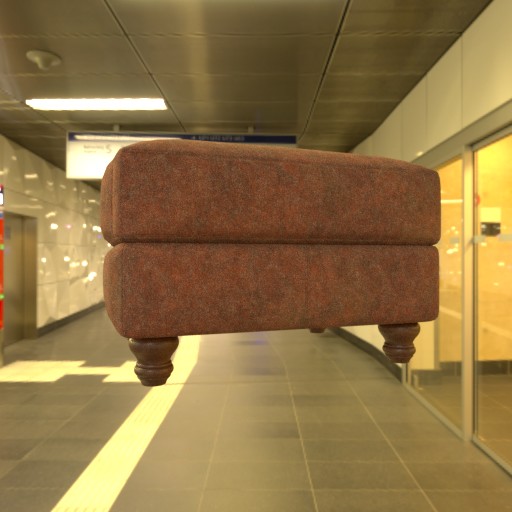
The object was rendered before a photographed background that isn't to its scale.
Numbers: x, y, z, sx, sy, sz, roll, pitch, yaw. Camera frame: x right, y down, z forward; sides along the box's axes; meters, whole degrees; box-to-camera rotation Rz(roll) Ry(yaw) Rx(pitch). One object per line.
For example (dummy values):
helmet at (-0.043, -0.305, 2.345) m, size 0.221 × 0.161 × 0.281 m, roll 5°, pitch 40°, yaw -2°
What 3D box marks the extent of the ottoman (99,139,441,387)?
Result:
ottoman at (0.000, 0.000, 1.182) m, size 0.787 × 0.508 × 0.635 m, roll 0°, pitch 0°, yaw -19°
